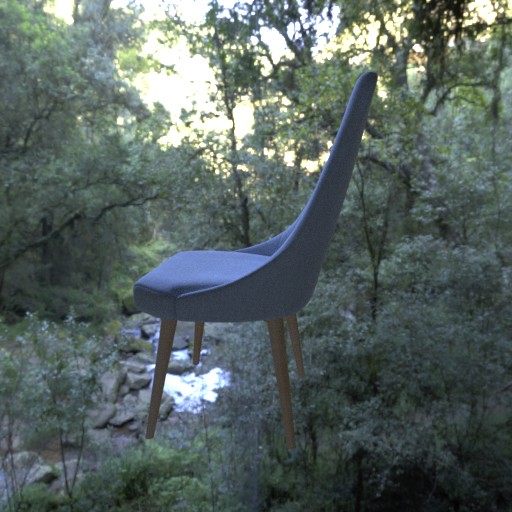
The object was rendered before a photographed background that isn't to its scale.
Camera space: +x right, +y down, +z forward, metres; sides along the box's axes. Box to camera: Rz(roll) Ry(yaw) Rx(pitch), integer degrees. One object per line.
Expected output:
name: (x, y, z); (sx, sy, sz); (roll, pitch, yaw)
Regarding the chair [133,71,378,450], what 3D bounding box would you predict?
chair: (0.000, 0.000, 1.383); (0.660, 1.040, 0.510); (2, 14, 9)
